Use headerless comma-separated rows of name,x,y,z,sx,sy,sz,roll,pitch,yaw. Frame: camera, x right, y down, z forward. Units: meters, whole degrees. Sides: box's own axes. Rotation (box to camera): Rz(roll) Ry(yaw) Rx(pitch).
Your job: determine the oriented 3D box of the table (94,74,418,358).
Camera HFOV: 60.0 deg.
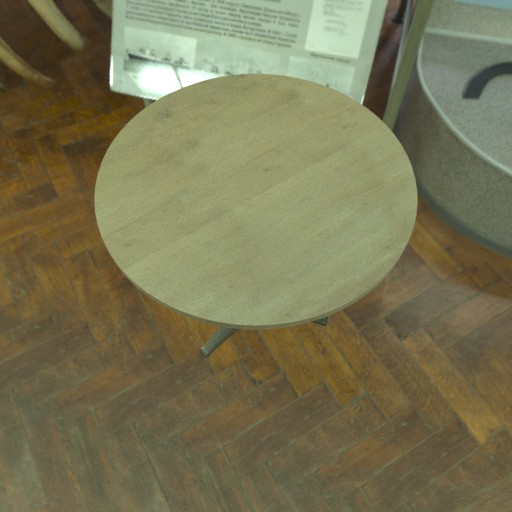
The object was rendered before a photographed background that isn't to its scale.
table,0.000,0.000,1.449,0.800,0.780,0.800,0,59,0
